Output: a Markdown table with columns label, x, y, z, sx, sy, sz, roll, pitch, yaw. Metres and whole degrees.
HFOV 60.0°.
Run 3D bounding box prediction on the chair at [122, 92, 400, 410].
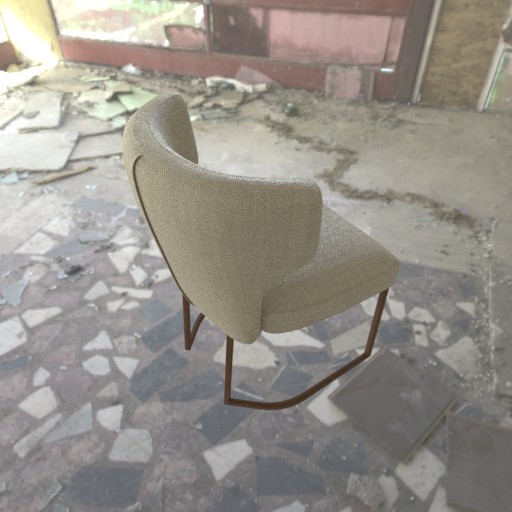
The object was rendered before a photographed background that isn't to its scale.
| label | x | y | z | sx | sy | sz | roll | pitch | yaw |
| --- | --- | --- | --- | --- | --- | --- | --- | --- | --- |
| chair | 0.000 | 0.000 | 1.270 | 0.617 | 0.824 | 0.611 | -24 | 46 | -26 |
